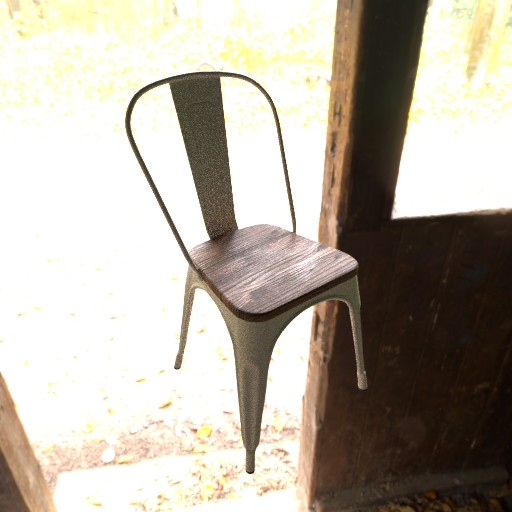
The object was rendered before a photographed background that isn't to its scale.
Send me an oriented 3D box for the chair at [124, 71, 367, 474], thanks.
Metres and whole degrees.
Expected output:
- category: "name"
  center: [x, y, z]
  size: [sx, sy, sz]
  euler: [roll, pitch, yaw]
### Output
- category: "chair"
  center: [0.000, 0.000, 1.169]
  size: [0.452, 0.851, 0.521]
  euler: [-22, 37, -32]
